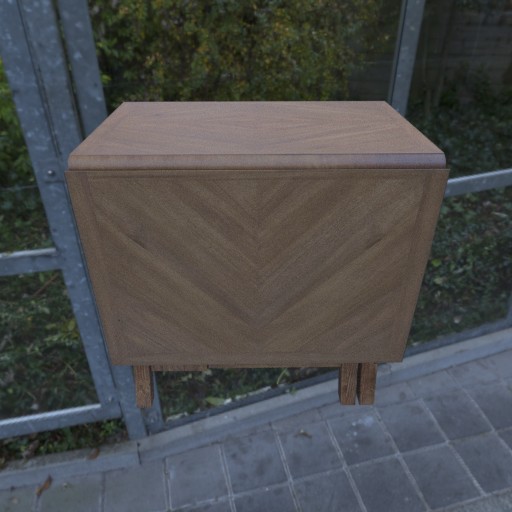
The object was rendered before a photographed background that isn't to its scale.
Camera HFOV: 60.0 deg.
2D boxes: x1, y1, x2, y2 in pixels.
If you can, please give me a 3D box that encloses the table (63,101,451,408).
[{"bbox_3d":[0.000,0.000,1.650,0.967,0.981,0.701,0,32,-1],"label":"table"}]
